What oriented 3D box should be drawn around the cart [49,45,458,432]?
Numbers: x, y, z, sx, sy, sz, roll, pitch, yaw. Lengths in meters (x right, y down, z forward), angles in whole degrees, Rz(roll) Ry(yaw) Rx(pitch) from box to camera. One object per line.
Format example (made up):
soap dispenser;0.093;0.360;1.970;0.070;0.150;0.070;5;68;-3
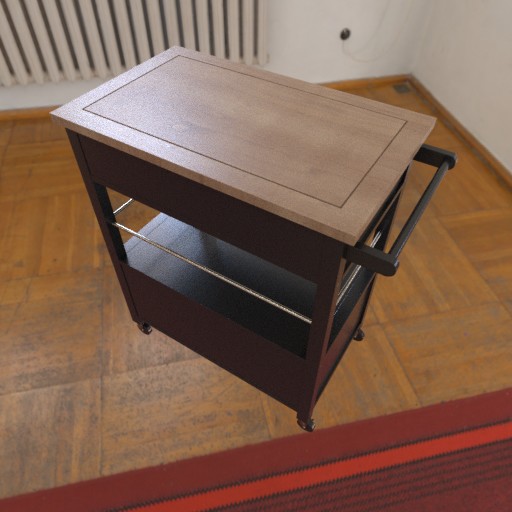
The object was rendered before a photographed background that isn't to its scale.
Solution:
cart;0.000;0.000;1.330;0.840;0.901;0.459;25;52;21
